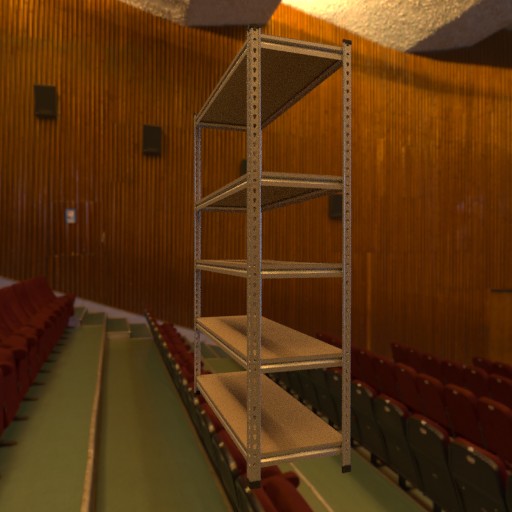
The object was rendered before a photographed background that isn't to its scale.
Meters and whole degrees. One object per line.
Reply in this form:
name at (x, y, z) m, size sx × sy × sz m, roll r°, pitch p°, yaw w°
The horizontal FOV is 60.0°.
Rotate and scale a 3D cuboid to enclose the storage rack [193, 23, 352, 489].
storage rack at (0.000, 0.000, 2.385) m, size 0.457 × 1.829 × 1.219 m, roll 0°, pitch 0°, yaw -18°
